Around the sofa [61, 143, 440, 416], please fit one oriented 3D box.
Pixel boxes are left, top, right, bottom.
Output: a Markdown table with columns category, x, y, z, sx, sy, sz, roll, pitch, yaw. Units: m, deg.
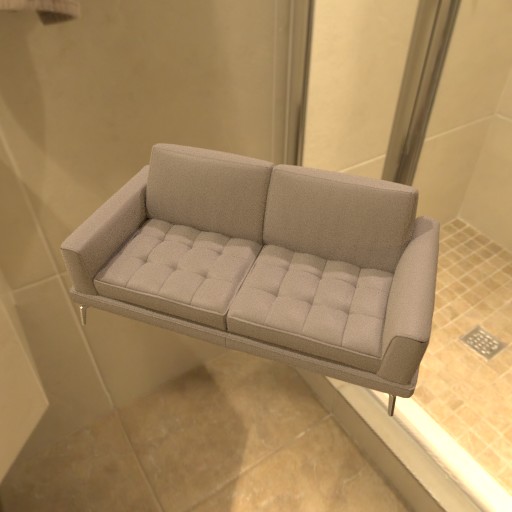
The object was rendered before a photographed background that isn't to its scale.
| category | x | y | z | sx | sy | sz | roll | pitch | yaw |
| --- | --- | --- | --- | --- | --- | --- | --- | --- | --- |
| sofa | 0.000 | 0.000 | 2.811 | 2.177 | 0.930 | 1.121 | 13 | 43 | 15 |
